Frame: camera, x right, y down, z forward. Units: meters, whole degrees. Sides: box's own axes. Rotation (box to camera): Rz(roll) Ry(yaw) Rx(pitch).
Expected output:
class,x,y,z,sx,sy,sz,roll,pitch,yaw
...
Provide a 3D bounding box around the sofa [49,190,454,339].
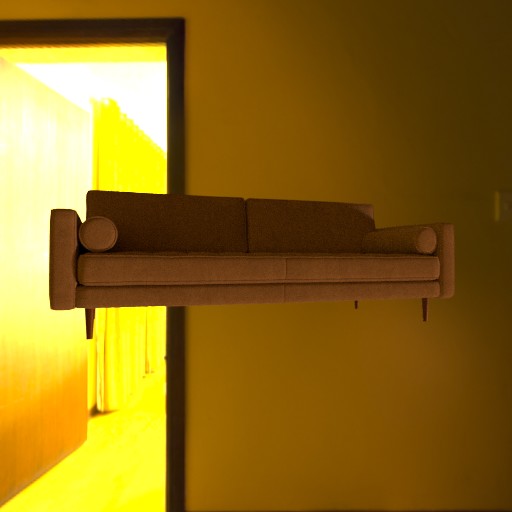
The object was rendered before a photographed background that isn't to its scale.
class,x,y,z,sx,sy,sz,roll,pitch,yaw
sofa,0.000,0.000,2.659,2.200,0.770,0.919,0,-1,-19
